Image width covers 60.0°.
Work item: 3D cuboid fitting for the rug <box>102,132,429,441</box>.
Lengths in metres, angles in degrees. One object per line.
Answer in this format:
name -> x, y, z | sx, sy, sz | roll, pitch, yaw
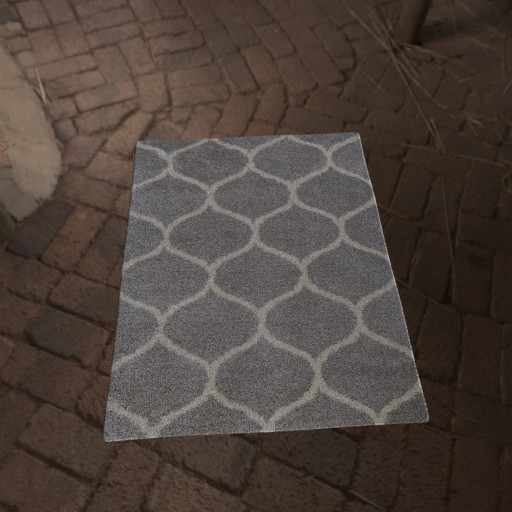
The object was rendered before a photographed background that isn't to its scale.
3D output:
rug -> 0.000, 0.000, 4.002 | 2.399, 0.026, 3.000 | -3, 59, -2
